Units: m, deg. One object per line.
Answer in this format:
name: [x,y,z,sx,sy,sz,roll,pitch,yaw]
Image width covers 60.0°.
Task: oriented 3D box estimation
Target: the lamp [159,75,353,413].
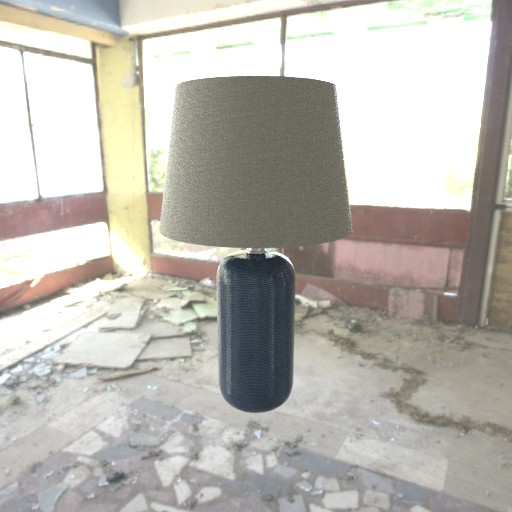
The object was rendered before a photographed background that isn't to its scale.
lamp: [0.000,0.000,0.600,0.253,0.428,0.253,0,14,0]
